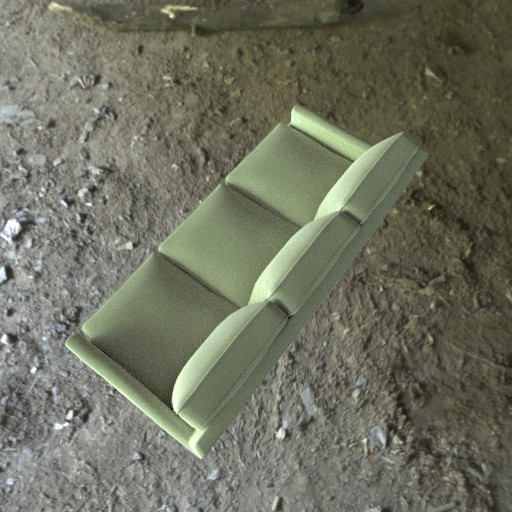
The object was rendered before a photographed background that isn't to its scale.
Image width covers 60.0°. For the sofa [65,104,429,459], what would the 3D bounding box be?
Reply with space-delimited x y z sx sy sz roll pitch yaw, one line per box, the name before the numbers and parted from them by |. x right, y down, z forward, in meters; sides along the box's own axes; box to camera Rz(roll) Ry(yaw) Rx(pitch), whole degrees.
sofa | 0.000 0.000 2.799 1.084 1.003 2.246 34 68 16
